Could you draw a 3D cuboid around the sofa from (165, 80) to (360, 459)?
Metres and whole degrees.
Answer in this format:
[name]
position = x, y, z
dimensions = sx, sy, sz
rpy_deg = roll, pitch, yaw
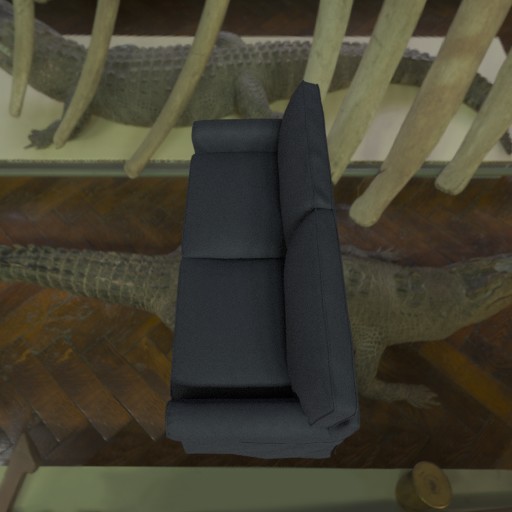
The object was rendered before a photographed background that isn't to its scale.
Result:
[sofa]
position = 0.000, 0.000, 2.837
dimensions = 0.983, 1.094, 2.256
rpy_deg = 0, 59, 0
